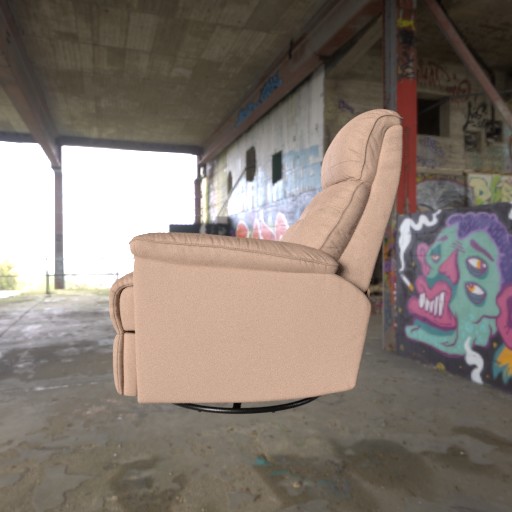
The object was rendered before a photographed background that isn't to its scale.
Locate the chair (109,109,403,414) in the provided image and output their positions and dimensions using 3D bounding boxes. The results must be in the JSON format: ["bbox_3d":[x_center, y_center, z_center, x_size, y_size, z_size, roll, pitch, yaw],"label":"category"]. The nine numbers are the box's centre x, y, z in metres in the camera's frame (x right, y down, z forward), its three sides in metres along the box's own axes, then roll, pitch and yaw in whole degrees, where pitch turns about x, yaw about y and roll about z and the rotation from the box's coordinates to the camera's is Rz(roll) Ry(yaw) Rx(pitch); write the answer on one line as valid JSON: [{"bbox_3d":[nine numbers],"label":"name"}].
[{"bbox_3d":[0.000,0.000,1.764,1.004,1.037,0.820,0,1,1],"label":"chair"}]
